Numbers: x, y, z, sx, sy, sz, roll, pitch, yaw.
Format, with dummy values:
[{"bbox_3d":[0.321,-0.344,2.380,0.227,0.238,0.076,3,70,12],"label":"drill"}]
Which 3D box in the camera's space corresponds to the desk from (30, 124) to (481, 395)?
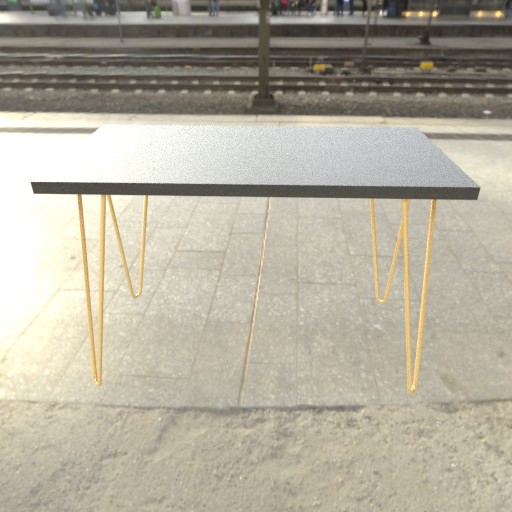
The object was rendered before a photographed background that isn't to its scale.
[{"bbox_3d":[0.000,0.000,1.357,0.991,0.660,0.499,1,31,2],"label":"desk"}]
